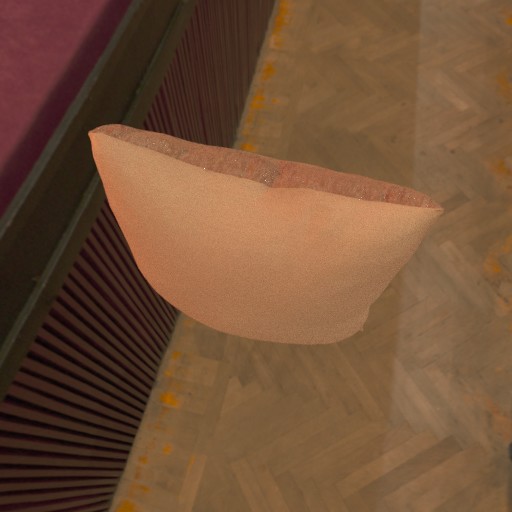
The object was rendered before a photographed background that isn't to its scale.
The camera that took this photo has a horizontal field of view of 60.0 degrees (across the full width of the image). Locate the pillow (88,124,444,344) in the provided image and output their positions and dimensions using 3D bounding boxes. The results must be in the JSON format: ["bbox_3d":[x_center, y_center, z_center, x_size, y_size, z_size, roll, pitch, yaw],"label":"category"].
[{"bbox_3d":[0.000,0.000,0.724,0.450,0.448,0.245,15,65,7],"label":"pillow"}]
